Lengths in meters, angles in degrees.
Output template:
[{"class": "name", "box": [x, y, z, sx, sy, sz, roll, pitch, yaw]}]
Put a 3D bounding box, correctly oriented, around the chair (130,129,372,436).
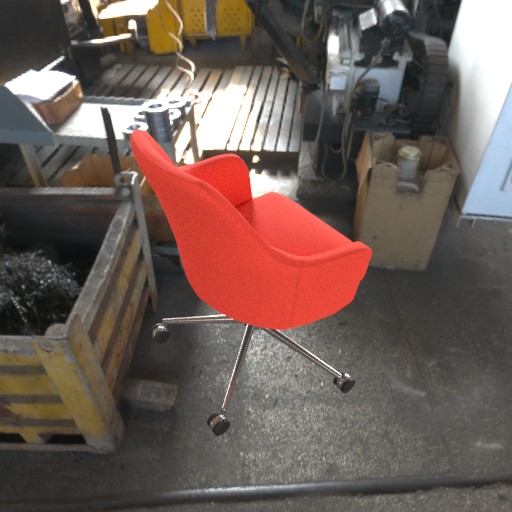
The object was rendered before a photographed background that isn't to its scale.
[{"class": "chair", "box": [0.000, 0.000, 1.285, 0.600, 0.820, 0.655, -26, 47, -26]}]
